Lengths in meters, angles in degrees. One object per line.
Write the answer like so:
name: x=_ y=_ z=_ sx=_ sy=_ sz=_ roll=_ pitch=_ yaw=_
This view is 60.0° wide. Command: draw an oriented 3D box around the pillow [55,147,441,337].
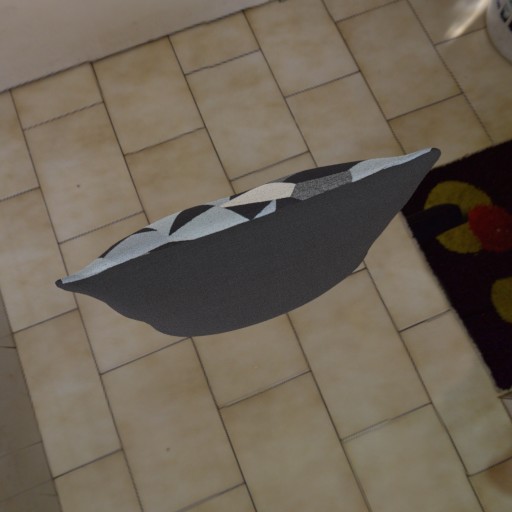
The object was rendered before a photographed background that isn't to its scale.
pillow: x=0.000 y=0.000 z=0.764 sx=0.503 sy=0.496 sz=0.208 roll=-19 pitch=77 yaw=-5
